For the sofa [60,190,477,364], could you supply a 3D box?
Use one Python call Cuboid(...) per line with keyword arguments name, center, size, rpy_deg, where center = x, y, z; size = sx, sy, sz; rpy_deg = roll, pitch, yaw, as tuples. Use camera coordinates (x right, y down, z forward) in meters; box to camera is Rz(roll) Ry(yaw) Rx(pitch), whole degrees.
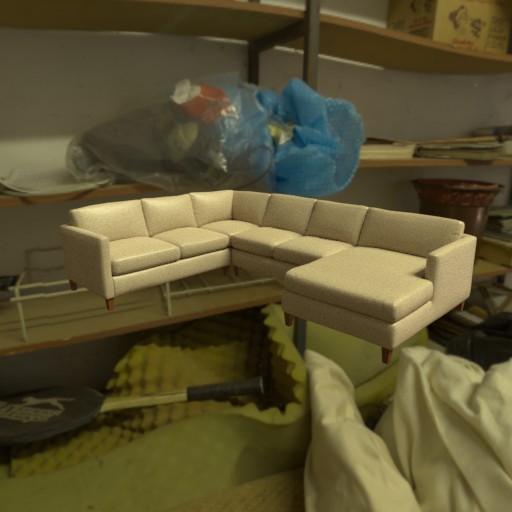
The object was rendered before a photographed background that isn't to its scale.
Cuboid(name="sofa", center=(0.000, 0.000, 4.555), size=(3.460, 0.961, 2.594), rpy_deg=(15, 21, 42))
